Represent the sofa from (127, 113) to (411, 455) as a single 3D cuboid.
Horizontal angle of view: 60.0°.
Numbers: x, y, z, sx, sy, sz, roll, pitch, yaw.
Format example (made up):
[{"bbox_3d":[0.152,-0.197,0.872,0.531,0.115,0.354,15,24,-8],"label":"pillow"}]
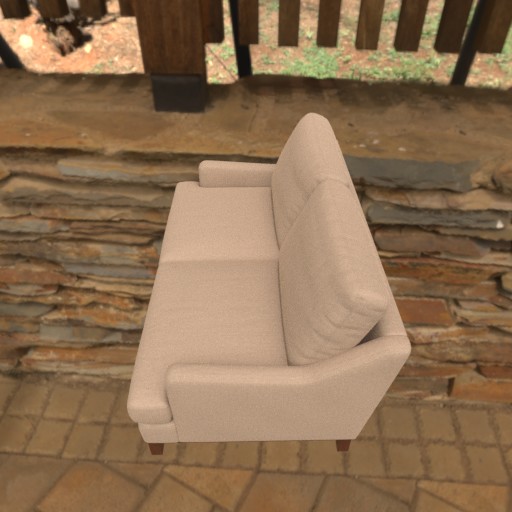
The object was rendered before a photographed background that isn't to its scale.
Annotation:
[{"bbox_3d":[0.000,0.000,2.209,1.004,0.910,1.619,-1,40,-1],"label":"sofa"}]
